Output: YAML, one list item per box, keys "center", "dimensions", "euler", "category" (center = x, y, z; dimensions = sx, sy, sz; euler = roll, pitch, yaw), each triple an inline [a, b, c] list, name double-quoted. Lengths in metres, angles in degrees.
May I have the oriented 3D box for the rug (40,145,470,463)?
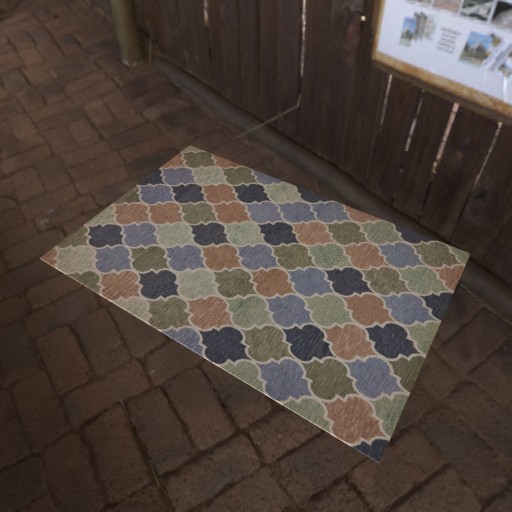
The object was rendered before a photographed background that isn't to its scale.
- center: [0.000, 0.000, 2.826]
  dimensions: [2.284, 0.006, 1.521]
  euler: [25, 52, 22]
  category: "rug"
